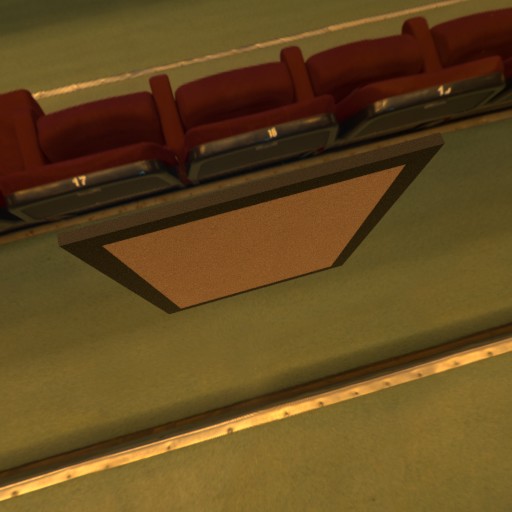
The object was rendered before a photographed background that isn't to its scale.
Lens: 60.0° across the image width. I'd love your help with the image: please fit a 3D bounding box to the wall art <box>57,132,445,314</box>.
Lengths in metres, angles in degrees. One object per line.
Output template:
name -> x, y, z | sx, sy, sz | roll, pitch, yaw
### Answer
wall art -> 0.000, 0.000, 0.680 | 0.381, 0.534, 0.013 | -15, 76, -4
